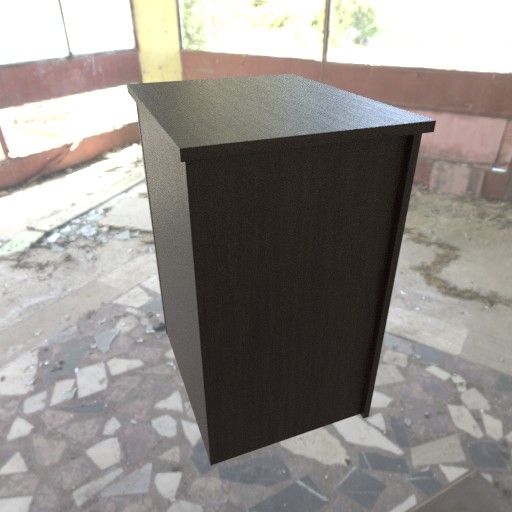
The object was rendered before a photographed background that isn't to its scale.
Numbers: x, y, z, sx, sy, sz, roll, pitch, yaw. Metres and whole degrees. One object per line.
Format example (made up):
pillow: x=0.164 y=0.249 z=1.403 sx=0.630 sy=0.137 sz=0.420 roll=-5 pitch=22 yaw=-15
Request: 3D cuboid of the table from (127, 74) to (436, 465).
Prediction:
table: x=0.000 y=0.000 z=0.934 sx=0.381 sy=0.635 sz=0.480 roll=-11 pitch=32 yaw=-18
